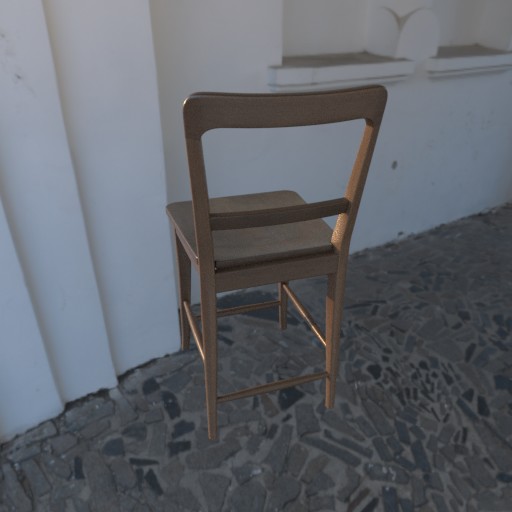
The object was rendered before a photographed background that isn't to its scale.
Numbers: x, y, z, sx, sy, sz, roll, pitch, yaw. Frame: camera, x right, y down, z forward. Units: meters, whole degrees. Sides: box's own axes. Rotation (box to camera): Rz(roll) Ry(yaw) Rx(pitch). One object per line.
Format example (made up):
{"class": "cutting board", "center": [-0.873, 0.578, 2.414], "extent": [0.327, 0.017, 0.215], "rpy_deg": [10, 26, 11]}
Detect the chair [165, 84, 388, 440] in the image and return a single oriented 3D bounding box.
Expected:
{"class": "chair", "center": [0.000, 0.000, 1.309], "extent": [0.450, 0.991, 0.546], "rpy_deg": [-9, 29, -16]}
